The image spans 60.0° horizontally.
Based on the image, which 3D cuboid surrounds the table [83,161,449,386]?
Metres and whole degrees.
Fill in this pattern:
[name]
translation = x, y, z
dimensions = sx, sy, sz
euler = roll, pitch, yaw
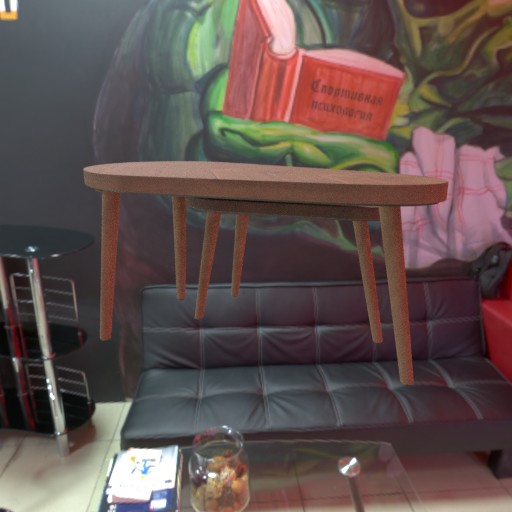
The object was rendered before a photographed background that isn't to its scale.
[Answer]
[table]
translation = 0.000, 0.000, 1.542
dimensions = 1.190, 0.595, 0.701
euler = 9, 18, 27
